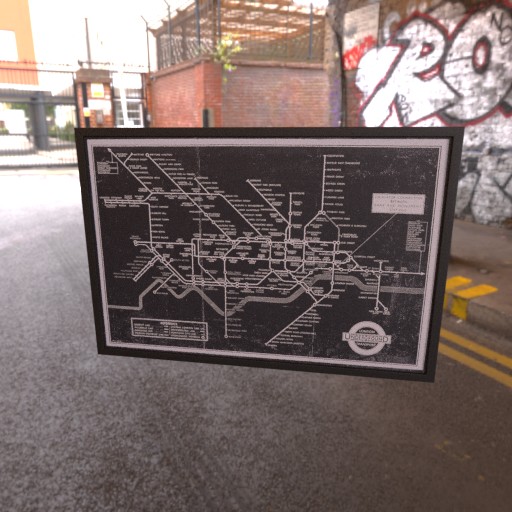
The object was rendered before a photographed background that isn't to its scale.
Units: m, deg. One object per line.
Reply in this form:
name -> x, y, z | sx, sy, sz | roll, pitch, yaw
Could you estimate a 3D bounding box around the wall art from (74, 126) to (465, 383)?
wall art -> 0.000, 0.000, 1.452 | 1.192, 0.811, 0.013 | 3, 16, 9
